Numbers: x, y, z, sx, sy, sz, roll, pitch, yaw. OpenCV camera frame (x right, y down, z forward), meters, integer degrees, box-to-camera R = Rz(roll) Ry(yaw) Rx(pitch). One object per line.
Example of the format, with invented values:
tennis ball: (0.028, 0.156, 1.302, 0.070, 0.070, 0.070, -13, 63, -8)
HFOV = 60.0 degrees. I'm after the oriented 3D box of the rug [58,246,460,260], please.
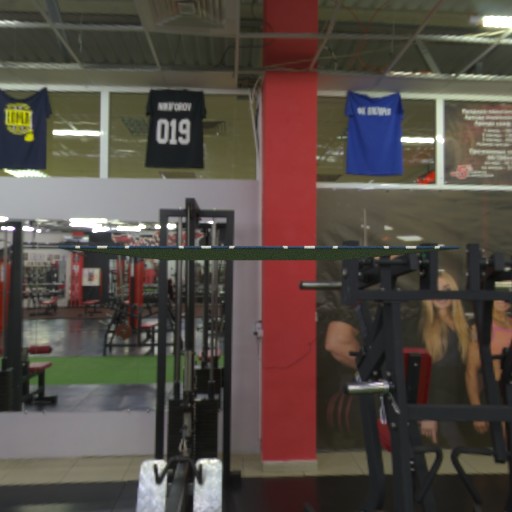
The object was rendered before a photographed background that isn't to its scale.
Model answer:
rug: (0.000, 0.000, 2.737, 1.524, 0.010, 2.134, 0, -2, -1)
